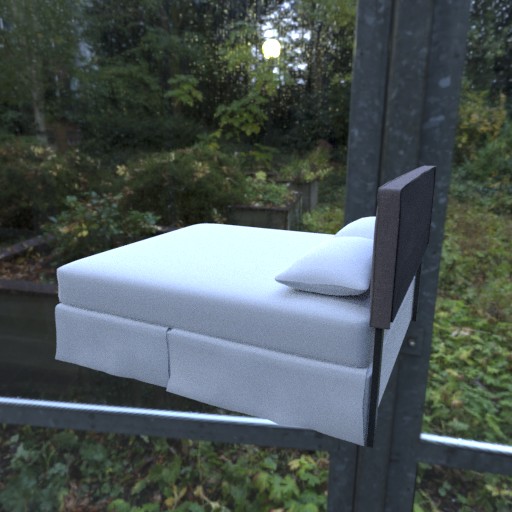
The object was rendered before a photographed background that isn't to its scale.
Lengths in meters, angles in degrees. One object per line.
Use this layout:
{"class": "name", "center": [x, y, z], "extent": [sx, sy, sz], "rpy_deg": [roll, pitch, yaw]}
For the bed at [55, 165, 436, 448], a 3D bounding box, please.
{"class": "bed", "center": [0.000, 0.000, 2.762], "extent": [1.894, 1.089, 1.610], "rpy_deg": [7, 16, 25]}
